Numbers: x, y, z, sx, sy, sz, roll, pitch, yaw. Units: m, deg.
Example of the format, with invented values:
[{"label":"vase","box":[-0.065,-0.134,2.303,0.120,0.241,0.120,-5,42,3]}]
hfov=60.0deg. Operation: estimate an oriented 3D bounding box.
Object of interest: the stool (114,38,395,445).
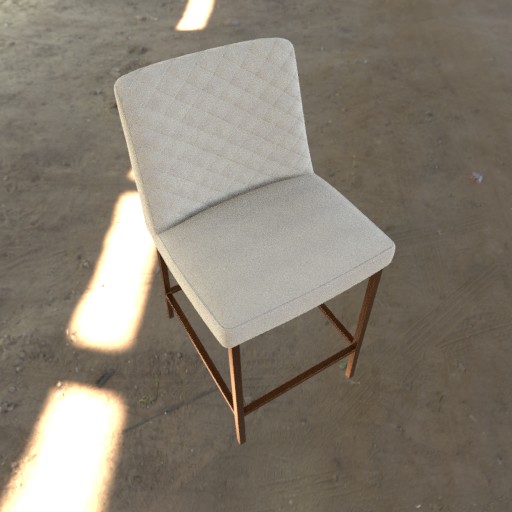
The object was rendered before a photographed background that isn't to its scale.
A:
[{"label":"stool","box":[0.000,0.000,1.264,0.507,0.973,0.576,-24,52,-20]}]
